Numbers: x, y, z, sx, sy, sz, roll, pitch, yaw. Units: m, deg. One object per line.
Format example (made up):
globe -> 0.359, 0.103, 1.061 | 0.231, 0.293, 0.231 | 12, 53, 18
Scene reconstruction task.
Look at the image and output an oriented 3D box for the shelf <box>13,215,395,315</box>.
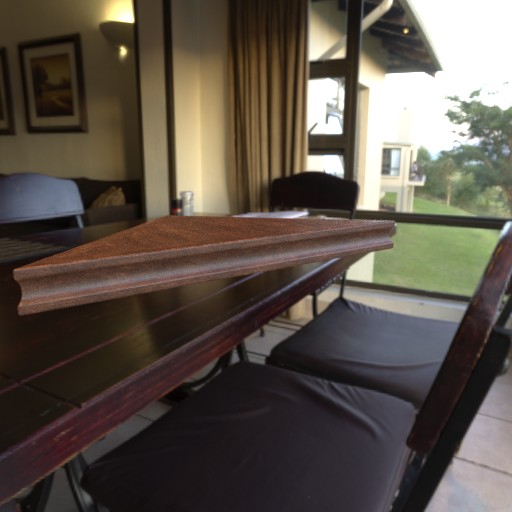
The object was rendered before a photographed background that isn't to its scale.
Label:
shelf -> 0.000, 0.000, 0.433 | 0.296, 0.035, 0.296 | 2, 13, 10
